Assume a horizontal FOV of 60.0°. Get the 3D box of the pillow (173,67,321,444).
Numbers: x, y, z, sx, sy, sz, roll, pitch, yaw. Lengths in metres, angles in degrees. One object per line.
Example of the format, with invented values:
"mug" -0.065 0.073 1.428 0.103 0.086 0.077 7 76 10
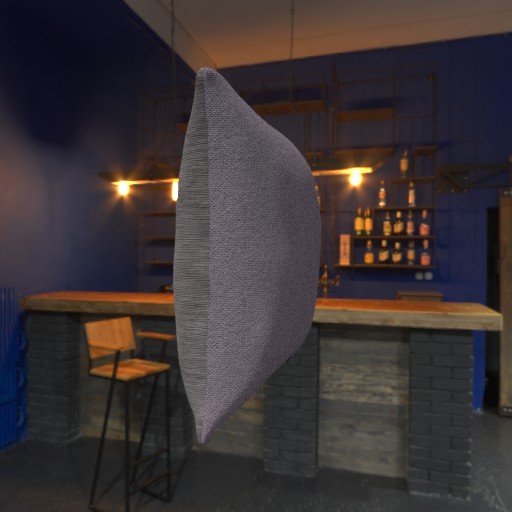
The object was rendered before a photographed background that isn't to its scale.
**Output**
"pillow" 0.000 0.000 0.713 0.204 0.439 0.452 0 0 17
